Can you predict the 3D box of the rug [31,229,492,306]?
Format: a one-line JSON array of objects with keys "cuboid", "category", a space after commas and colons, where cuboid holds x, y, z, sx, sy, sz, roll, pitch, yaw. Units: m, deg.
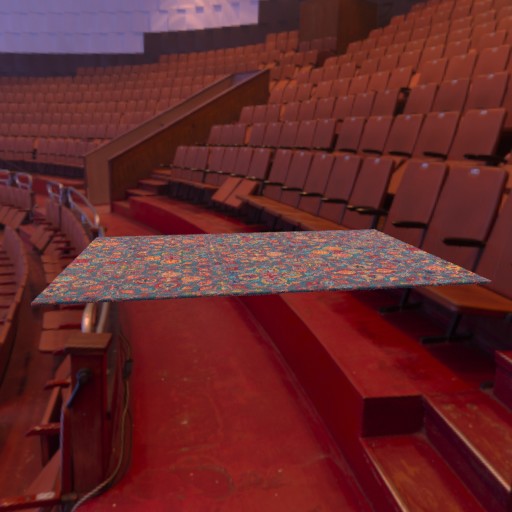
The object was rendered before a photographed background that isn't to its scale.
[{"cuboid": [0.000, 0.000, 2.320, 1.836, 0.014, 1.216, -2, 14, -8], "category": "rug"}]
